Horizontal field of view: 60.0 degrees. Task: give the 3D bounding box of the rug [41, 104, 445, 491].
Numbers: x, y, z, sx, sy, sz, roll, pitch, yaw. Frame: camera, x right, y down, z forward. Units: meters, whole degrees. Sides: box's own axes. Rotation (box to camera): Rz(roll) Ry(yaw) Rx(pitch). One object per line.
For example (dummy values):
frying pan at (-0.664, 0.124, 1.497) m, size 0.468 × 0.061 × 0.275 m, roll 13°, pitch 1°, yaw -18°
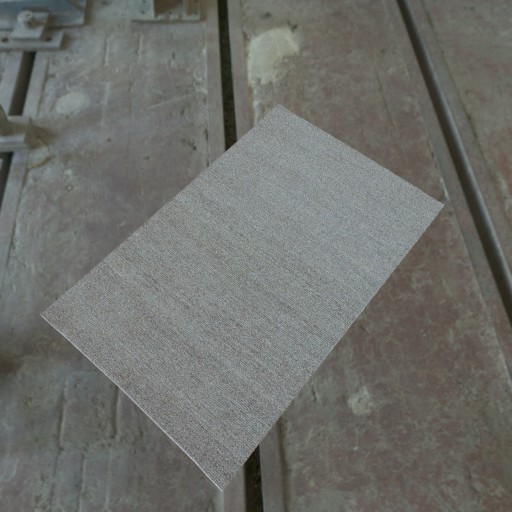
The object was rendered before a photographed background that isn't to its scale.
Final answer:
rug at (0.000, 0.000, 2.234) m, size 1.154 × 0.021 × 1.792 m, roll 37°, pitch 68°, yaw 17°
